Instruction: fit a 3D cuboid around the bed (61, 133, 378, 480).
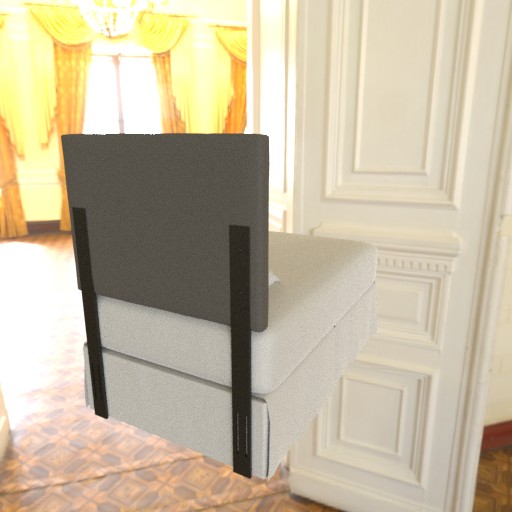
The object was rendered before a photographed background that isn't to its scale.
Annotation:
[{"bbox_3d":[0.000,0.000,2.952,1.261,1.571,1.997,8,17,28],"label":"bed"}]
